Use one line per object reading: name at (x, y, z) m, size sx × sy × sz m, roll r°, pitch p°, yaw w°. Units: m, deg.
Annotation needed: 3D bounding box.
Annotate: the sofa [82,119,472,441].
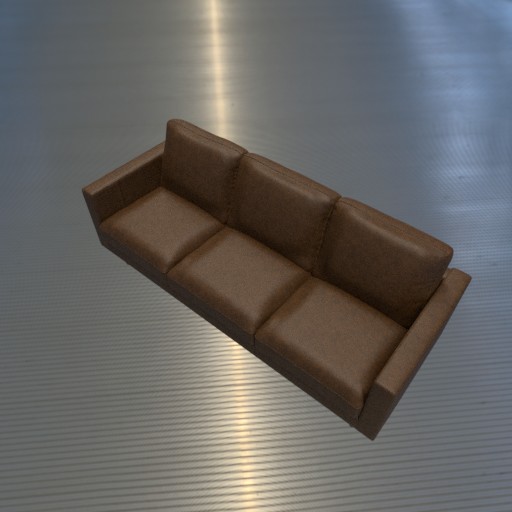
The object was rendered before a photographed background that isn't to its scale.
sofa at (0.000, 0.000, 2.749) m, size 2.231 × 0.930 × 0.903 m, roll 31°, pitch 54°, yaw 26°
